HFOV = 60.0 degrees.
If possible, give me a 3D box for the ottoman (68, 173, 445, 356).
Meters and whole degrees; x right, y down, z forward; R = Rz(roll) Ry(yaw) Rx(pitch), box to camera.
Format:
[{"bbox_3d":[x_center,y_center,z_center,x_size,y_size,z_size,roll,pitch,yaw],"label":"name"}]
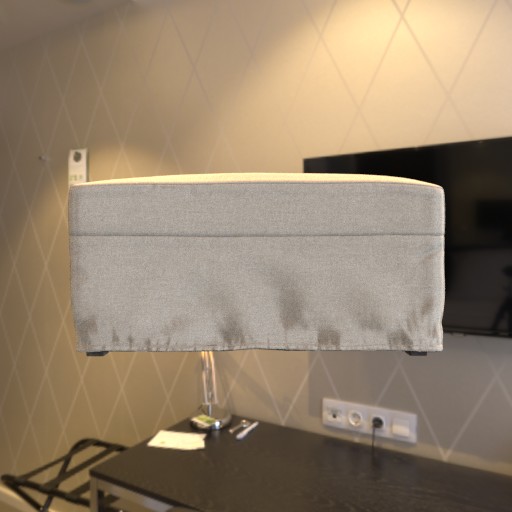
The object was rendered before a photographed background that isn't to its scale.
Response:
[{"bbox_3d":[0.000,0.000,1.363,0.840,0.436,0.843,0,1,0],"label":"ottoman"}]
